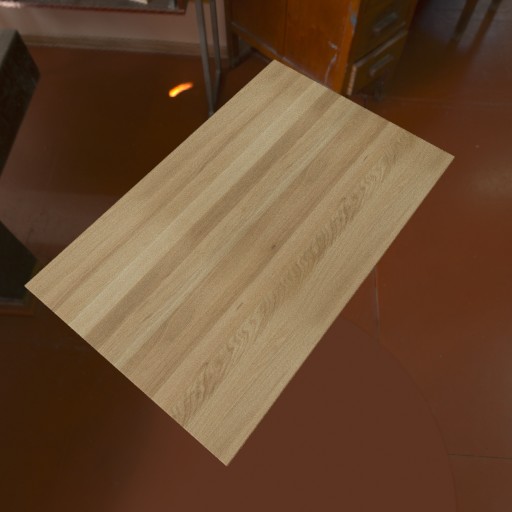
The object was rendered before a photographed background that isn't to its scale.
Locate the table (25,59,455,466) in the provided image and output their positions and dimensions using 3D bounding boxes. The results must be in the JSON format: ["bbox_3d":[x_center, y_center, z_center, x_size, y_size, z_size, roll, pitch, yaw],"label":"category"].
[{"bbox_3d":[0.000,0.000,1.501,0.700,0.510,1.100,35,68,16],"label":"table"}]
